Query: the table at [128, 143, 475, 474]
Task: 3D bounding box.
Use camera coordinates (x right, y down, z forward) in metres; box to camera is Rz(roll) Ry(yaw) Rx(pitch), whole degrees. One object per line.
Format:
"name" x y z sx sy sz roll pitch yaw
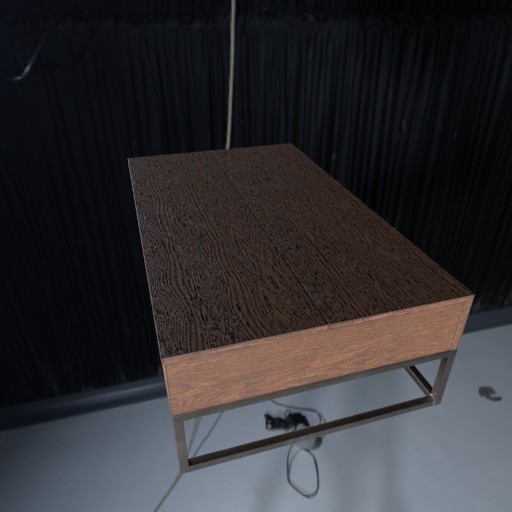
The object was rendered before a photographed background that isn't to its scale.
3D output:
"table" 0.000 0.000 1.480 0.719 0.361 1.167 -9 33 -14
